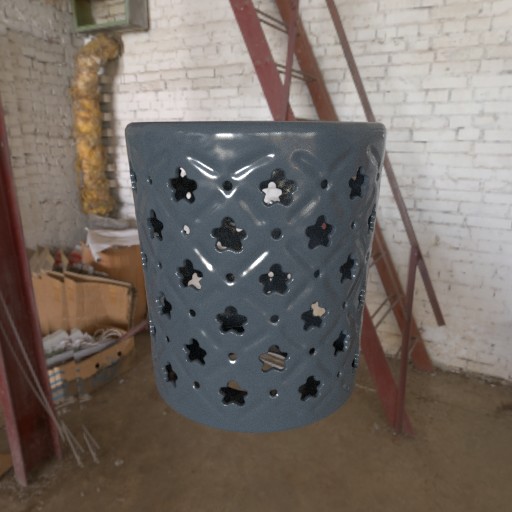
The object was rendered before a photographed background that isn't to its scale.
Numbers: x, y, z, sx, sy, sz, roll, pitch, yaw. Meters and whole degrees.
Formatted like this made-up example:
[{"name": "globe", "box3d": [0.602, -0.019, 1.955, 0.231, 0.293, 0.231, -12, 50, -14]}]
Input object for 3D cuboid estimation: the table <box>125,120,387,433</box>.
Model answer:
[{"name": "table", "box3d": [0.000, 0.000, 0.663, 0.352, 0.387, 0.352, 0, 16, 0]}]
